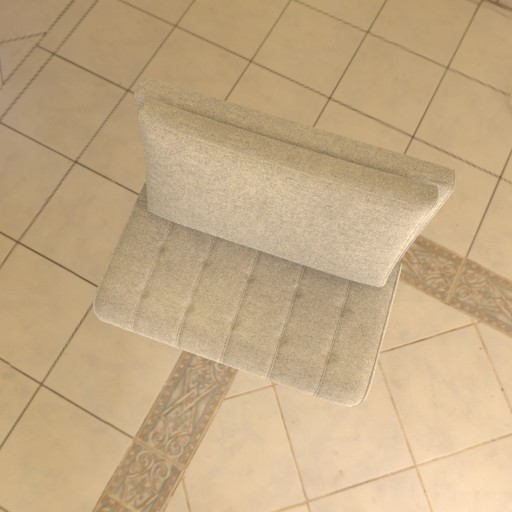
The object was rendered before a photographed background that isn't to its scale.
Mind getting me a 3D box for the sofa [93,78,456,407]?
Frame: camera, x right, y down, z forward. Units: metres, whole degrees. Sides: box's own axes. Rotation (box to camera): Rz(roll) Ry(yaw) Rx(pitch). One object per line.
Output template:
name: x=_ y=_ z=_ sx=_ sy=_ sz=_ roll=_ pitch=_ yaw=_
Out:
sofa: x=0.000 y=0.000 z=1.847 sx=1.220 sy=0.910 sz=0.910 roll=18 pitch=75 yaw=5
